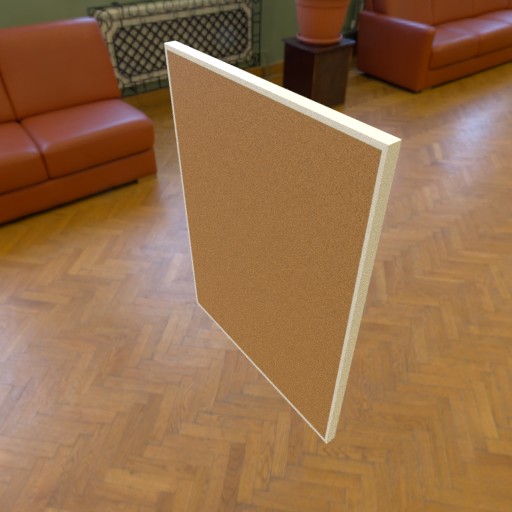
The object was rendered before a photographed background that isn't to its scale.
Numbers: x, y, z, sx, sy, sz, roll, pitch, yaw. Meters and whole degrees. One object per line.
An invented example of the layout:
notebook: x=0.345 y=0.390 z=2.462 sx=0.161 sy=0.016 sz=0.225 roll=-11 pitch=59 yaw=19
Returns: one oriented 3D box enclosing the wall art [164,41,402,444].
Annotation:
wall art: x=0.000 y=0.000 z=1.349 sx=0.039 sy=1.050 sz=0.795 roll=-26 pitch=47 yaw=-28
